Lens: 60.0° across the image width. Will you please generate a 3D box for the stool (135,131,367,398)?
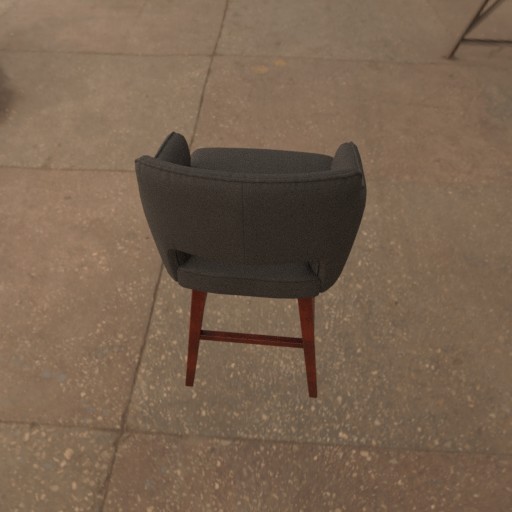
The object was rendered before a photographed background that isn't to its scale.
[{"bbox_3d":[0.000,0.000,1.339,0.548,1.012,0.558,4,49,4],"label":"stool"}]
